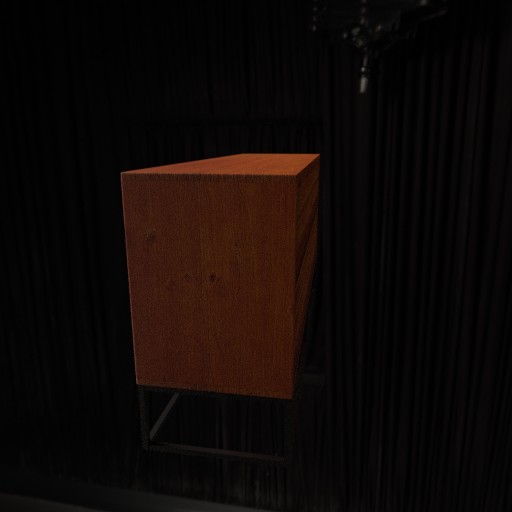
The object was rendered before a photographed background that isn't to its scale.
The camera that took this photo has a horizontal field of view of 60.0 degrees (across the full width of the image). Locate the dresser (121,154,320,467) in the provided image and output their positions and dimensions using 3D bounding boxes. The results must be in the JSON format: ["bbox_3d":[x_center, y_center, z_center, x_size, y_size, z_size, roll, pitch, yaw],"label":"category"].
[{"bbox_3d":[0.000,0.000,1.908,0.464,0.810,1.536,3,15,10],"label":"dresser"}]
